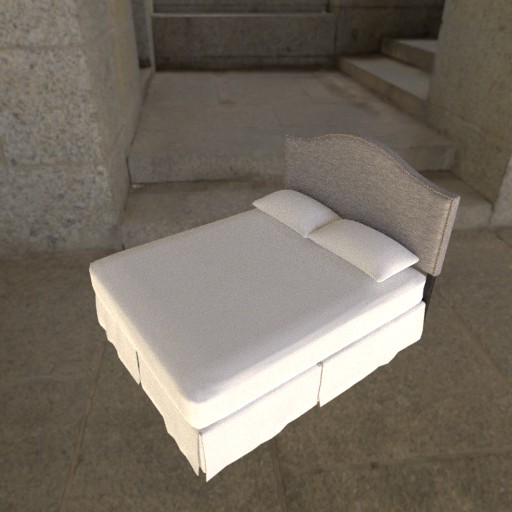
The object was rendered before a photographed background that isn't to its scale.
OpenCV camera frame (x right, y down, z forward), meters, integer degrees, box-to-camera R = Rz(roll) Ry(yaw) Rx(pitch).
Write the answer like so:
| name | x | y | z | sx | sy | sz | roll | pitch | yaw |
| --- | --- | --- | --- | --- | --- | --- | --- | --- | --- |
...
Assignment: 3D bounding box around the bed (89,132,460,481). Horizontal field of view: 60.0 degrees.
| name | x | y | z | sx | sy | sz | roll | pitch | yaw |
| --- | --- | --- | --- | --- | --- | --- | --- | --- | --- |
| bed | 0.000 | 0.000 | 2.949 | 1.870 | 1.295 | 1.610 | -21 | 38 | -30 |
